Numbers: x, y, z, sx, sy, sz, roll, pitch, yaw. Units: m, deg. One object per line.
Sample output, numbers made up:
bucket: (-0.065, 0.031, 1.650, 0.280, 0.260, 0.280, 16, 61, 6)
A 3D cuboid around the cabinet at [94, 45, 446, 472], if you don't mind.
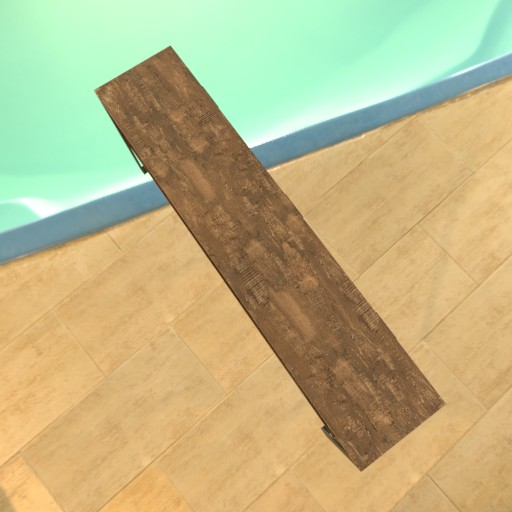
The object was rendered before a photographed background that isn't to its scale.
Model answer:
cabinet: (0.000, 0.000, 2.078, 0.395, 0.762, 1.800, -34, 79, -8)
